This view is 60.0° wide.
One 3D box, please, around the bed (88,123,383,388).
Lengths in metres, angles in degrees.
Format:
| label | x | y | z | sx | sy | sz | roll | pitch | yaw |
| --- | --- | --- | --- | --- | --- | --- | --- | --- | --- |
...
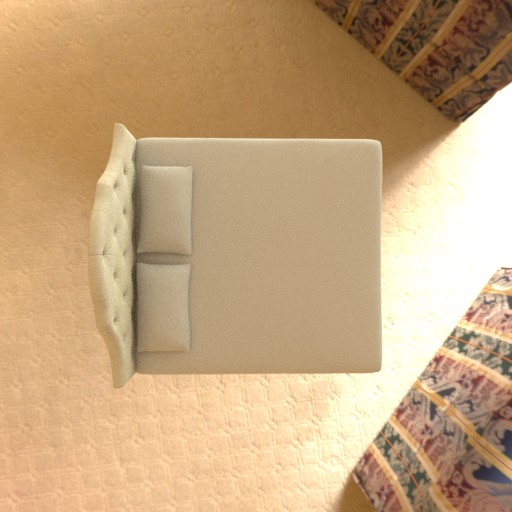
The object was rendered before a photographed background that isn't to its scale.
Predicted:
| label | x | y | z | sx | sy | sz | roll | pitch | yaw |
| --- | --- | --- | --- | --- | --- | --- | --- | --- | --- |
| bed | 0.000 | 0.000 | 3.484 | 2.086 | 1.555 | 2.012 | 0 | 90 | -1 |
